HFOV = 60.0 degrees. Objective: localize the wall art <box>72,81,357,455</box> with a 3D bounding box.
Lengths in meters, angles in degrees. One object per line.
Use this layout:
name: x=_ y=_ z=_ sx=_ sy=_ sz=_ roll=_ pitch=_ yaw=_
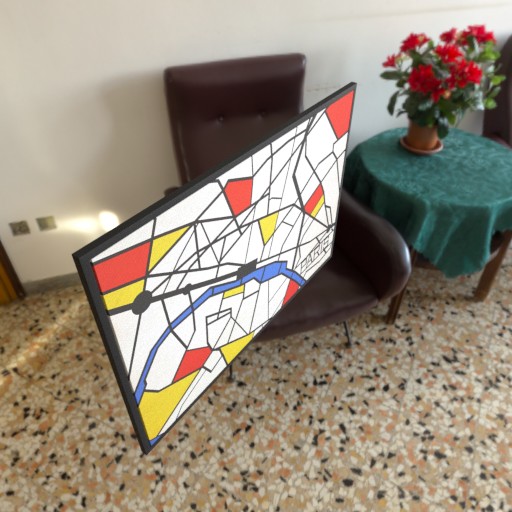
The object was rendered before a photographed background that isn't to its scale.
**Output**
wall art: x=0.000 y=0.000 z=0.835 sx=0.013 sy=0.458 sz=0.664 roll=26 pitch=47 yaw=27
